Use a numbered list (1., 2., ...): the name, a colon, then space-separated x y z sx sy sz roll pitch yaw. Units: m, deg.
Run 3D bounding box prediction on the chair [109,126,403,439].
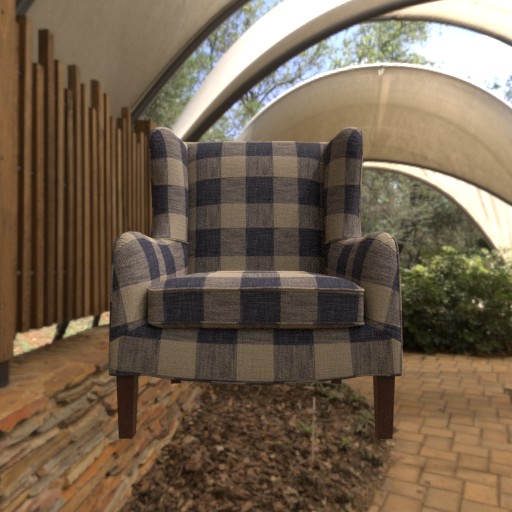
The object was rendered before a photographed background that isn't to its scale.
1. chair: 0.000 0.000 1.661 0.830 1.041 0.889 0 0 0
